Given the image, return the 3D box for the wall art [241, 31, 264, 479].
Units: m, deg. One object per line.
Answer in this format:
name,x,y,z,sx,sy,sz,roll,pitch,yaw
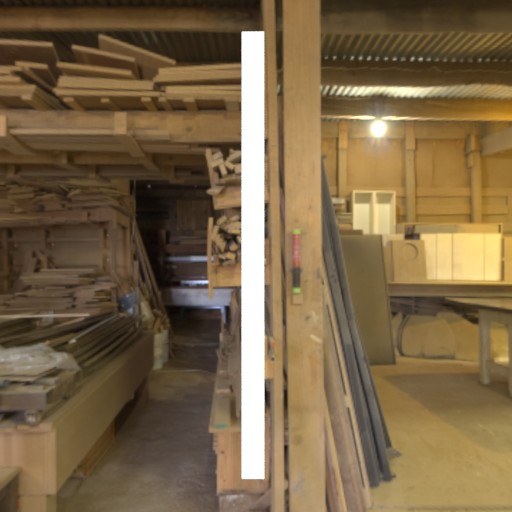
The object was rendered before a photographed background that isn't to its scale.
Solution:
wall art,0.000,0.000,0.676,0.023,0.453,0.455,0,0,1
